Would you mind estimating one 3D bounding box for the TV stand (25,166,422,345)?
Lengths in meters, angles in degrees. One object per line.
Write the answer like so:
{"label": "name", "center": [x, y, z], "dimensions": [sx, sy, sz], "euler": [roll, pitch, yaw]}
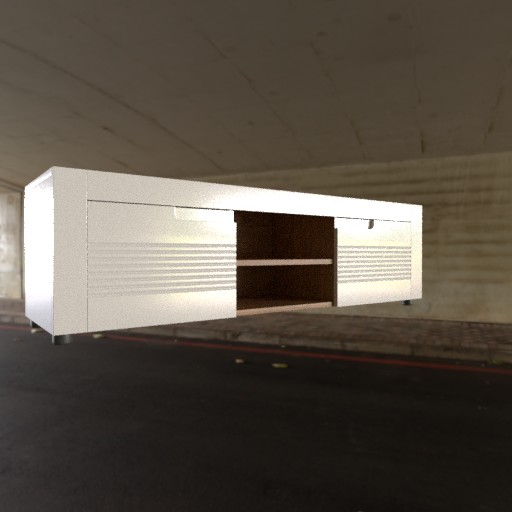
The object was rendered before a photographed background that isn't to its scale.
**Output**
{"label": "TV stand", "center": [0.000, 0.000, 1.672], "dimensions": [1.500, 0.440, 0.410], "euler": [0, 0, -36]}
